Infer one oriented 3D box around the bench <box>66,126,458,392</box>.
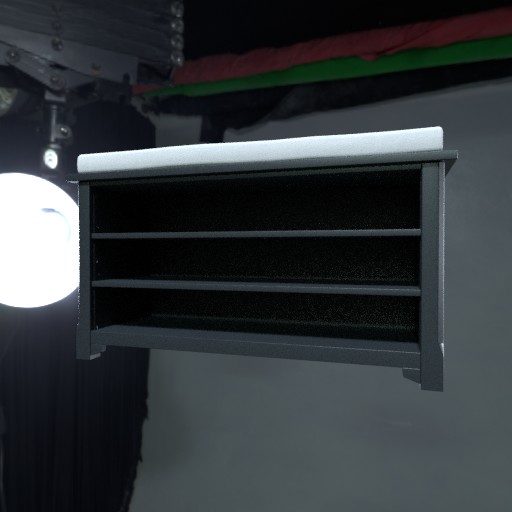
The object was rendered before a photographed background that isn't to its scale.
[{"bbox_3d":[0.000,0.000,1.217,0.973,0.561,0.345,0,1,18],"label":"bench"}]
